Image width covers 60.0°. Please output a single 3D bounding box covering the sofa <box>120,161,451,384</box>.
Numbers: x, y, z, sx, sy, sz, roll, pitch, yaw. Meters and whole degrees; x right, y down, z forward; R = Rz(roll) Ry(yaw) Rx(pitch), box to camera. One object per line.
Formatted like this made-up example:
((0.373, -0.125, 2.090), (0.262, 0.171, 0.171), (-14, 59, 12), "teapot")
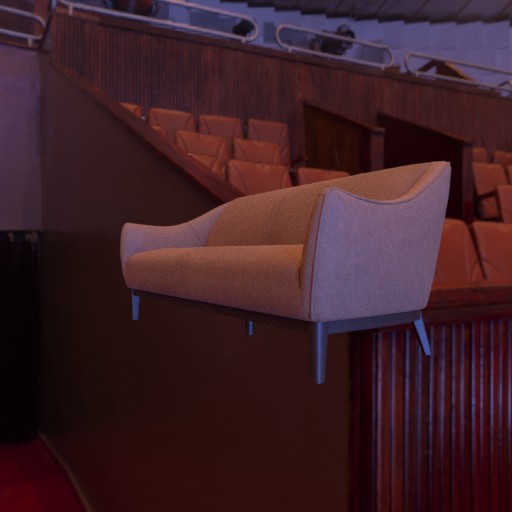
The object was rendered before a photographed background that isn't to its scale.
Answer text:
((0.000, 0.000, 2.364), (0.869, 0.830, 1.928), (0, 0, -35), "sofa")
